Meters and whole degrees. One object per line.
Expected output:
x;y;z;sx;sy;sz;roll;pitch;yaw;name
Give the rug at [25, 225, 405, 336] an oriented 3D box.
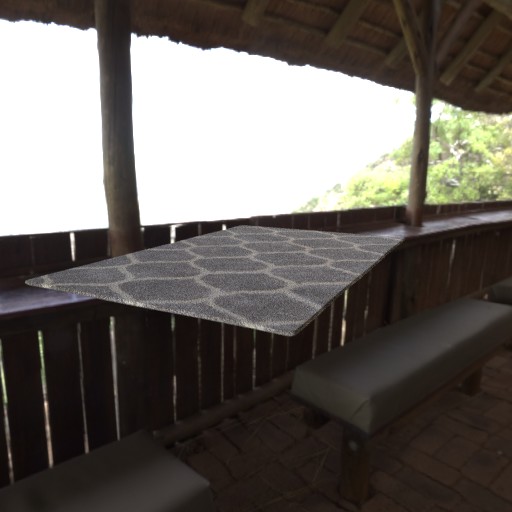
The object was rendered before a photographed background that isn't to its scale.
0.000;0.000;3.468;1.801;0.026;2.701;6;14;27;rug
